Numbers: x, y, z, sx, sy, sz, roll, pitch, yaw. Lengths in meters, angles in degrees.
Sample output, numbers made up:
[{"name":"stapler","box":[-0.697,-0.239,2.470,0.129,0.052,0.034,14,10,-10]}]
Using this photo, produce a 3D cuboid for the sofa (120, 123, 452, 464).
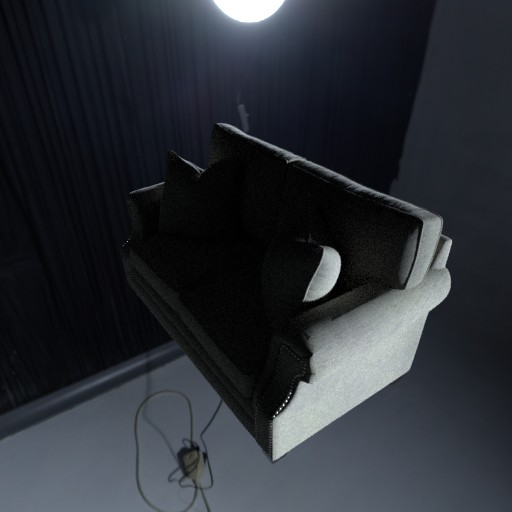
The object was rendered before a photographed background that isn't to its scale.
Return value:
[{"name":"sofa","box":[0.000,0.000,2.311,0.966,0.966,1.701,-21,37,-29]}]
